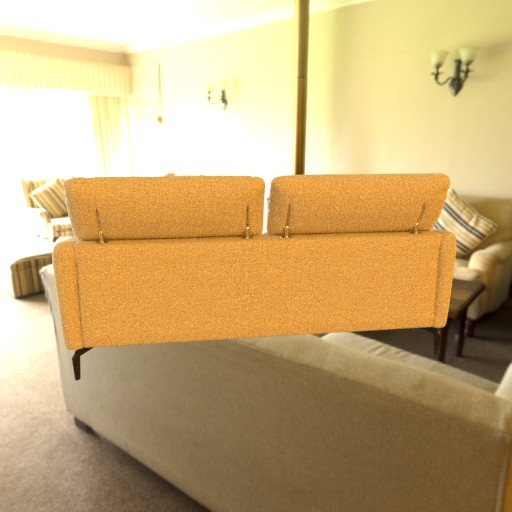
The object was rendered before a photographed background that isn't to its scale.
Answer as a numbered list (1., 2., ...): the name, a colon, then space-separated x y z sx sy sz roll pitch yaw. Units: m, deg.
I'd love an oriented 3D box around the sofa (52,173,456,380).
1. sofa: 0.000 0.000 2.501 2.015 0.956 0.856 -2 15 -8
